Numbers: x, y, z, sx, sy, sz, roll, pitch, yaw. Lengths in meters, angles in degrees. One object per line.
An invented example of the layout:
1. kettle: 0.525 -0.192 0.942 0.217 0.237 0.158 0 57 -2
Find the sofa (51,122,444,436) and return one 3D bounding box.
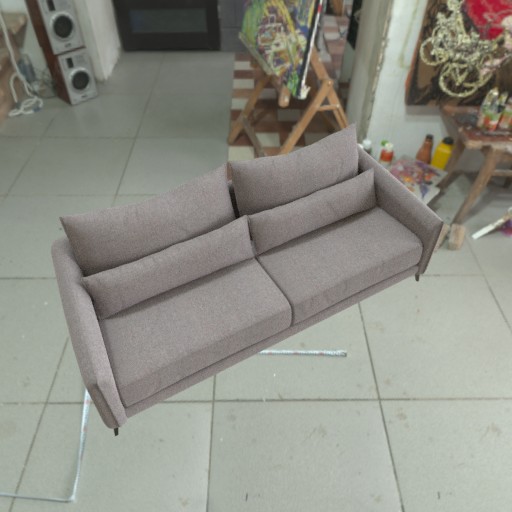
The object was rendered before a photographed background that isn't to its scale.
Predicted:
1. sofa: 0.000 0.000 2.406 2.022 0.833 0.809 -22 50 -20
